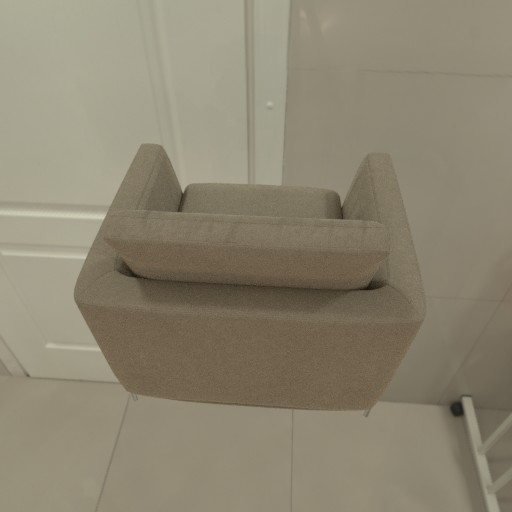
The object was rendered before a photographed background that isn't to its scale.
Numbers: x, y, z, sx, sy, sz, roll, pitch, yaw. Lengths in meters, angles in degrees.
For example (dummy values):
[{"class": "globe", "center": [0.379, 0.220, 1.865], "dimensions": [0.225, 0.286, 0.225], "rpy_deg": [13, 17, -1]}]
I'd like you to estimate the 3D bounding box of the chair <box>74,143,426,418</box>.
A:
[{"class": "chair", "center": [0.000, 0.000, 1.659], "dimensions": [1.041, 0.864, 0.889], "rpy_deg": [3, 45, 3]}]
